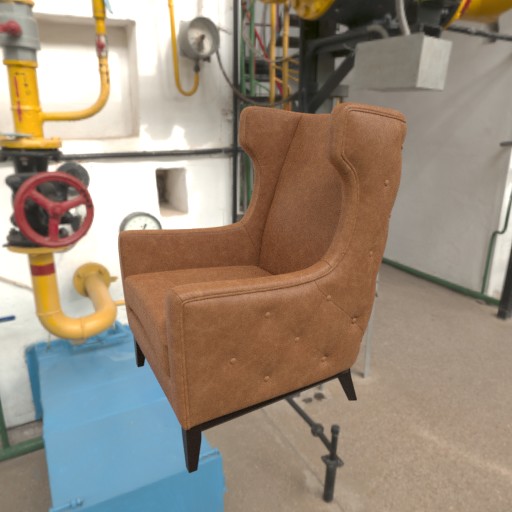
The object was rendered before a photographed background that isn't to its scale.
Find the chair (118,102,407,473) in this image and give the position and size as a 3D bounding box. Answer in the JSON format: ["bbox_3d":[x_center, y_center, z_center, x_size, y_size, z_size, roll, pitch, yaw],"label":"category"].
[{"bbox_3d":[0.000,0.000,1.666,0.899,1.079,0.766,-9,20,-26],"label":"chair"}]
